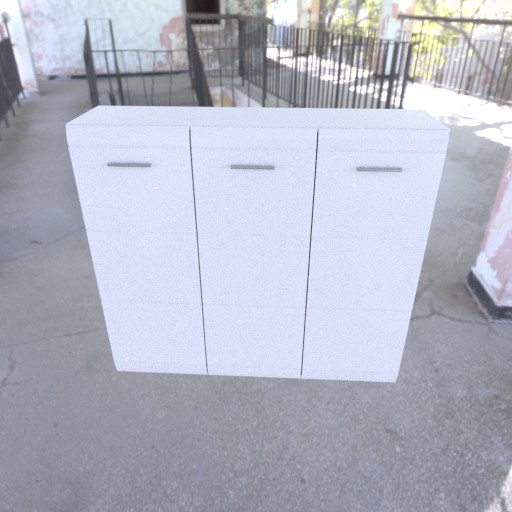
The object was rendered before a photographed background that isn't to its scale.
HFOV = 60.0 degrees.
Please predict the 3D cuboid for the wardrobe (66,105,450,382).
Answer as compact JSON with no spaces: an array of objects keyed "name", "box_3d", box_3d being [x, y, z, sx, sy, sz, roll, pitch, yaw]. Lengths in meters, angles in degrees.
[{"name":"wardrobe","box_3d":[0.000,0.000,1.963,1.340,1.200,0.360,2,30,3]}]
